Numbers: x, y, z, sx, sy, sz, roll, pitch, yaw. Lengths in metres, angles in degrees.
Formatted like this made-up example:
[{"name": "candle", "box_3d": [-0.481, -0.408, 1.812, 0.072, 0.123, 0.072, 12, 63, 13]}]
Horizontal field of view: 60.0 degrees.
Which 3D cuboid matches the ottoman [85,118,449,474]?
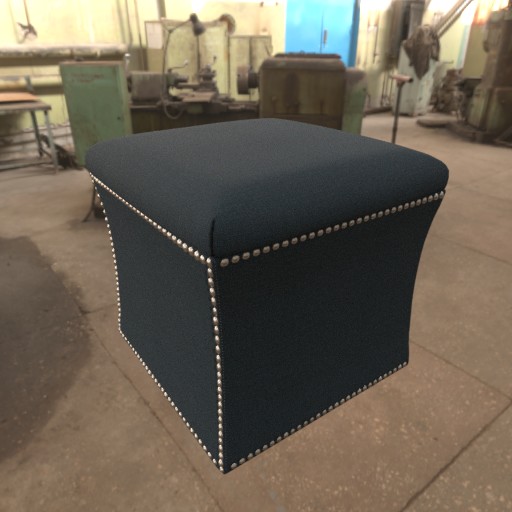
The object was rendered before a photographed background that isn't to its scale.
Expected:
[{"name": "ottoman", "box_3d": [0.000, 0.000, 0.896, 0.497, 0.475, 0.507, -17, 31, -31]}]
